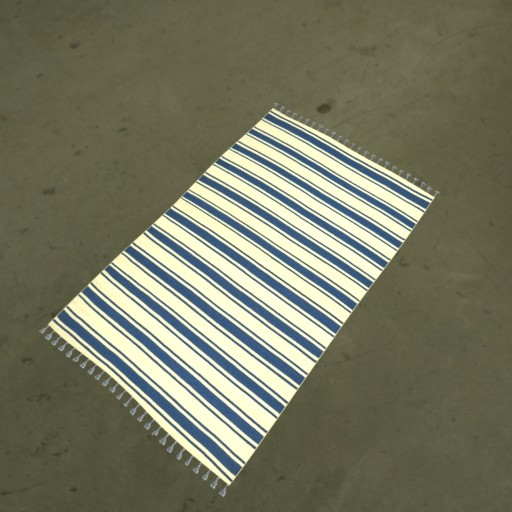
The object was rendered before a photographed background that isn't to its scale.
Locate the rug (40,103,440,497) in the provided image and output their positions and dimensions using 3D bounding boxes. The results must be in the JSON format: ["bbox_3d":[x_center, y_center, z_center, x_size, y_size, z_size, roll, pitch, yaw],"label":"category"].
[{"bbox_3d":[0.000,0.000,2.519,1.248,0.009,2.108,34,67,17],"label":"rug"}]
